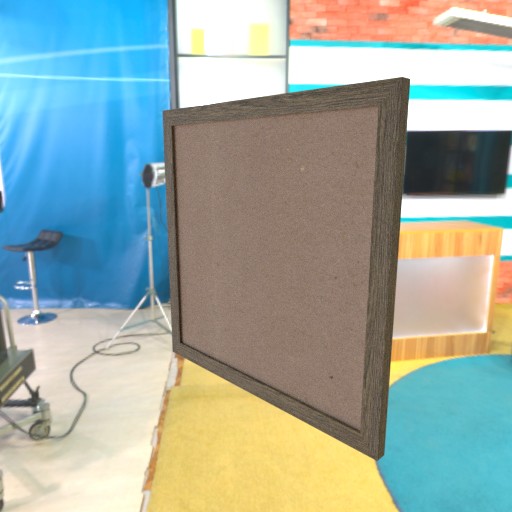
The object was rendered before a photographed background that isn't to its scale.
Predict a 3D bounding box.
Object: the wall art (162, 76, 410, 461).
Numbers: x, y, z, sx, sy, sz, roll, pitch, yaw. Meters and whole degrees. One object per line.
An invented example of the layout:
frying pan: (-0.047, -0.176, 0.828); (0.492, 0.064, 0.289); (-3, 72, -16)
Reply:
wall art: (0.000, 0.000, 0.753); (0.019, 0.508, 0.508); (-12, 17, -43)
